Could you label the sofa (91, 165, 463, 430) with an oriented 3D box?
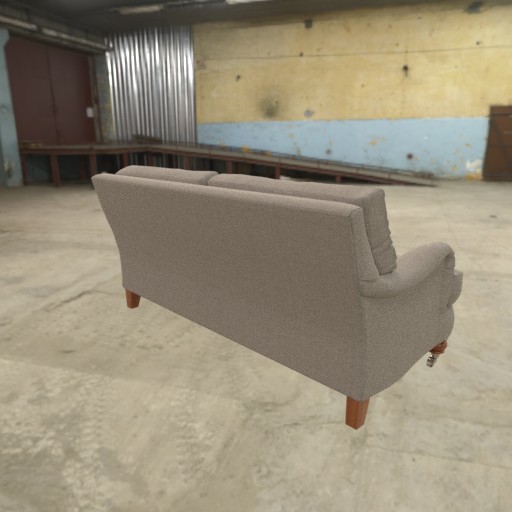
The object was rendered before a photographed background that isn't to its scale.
[{"bbox_3d":[0.000,0.000,2.739,1.087,1.054,2.160,-14,20,-42],"label":"sofa"}]
